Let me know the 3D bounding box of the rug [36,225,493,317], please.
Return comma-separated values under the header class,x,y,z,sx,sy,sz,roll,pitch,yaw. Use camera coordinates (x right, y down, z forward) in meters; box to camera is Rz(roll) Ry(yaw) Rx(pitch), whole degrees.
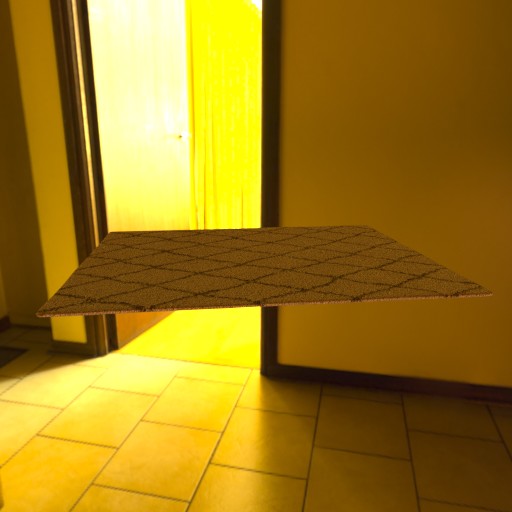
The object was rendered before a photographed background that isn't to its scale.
class,x,y,z,sx,sy,sz,roll,pitch,yaw
rug,0.000,0.000,4.070,3.047,0.029,2.438,-2,15,-7
